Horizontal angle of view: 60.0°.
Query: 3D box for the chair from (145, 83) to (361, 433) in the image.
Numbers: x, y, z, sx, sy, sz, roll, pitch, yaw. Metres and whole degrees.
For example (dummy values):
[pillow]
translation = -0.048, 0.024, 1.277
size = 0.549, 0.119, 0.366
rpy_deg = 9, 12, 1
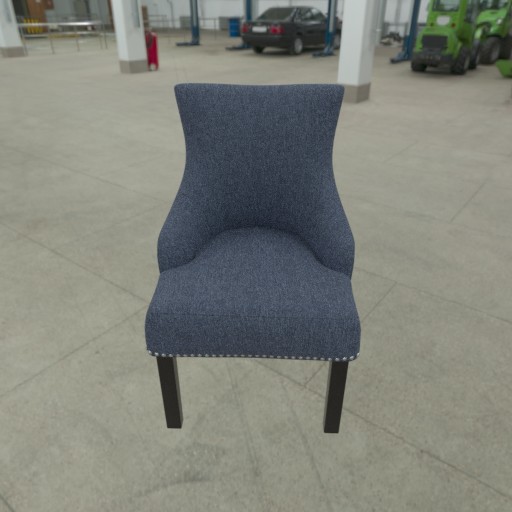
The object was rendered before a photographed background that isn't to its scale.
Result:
[chair]
translation = 0.000, 0.000, 1.338
size = 0.566, 0.909, 0.629
rpy_deg = 1, 30, 2
